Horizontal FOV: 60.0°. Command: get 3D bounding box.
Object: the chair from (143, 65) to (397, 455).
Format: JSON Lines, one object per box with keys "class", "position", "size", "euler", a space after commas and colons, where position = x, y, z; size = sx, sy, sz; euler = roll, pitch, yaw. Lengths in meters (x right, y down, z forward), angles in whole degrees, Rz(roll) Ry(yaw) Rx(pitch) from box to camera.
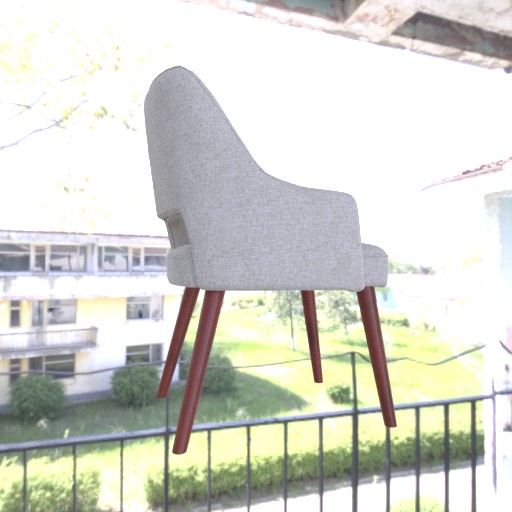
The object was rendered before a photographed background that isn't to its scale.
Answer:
{"class": "chair", "position": [0.000, 0.000, 1.223], "size": [0.605, 0.849, 0.548], "euler": [0, -1, -17]}
